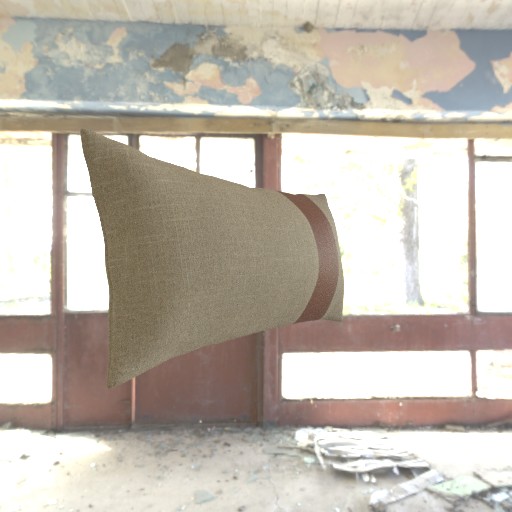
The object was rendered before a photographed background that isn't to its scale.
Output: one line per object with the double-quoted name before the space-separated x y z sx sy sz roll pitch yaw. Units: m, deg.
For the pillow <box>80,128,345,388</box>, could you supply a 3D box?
"pillow" 0.000 0.000 0.729 0.155 0.282 0.612 0 0 35
